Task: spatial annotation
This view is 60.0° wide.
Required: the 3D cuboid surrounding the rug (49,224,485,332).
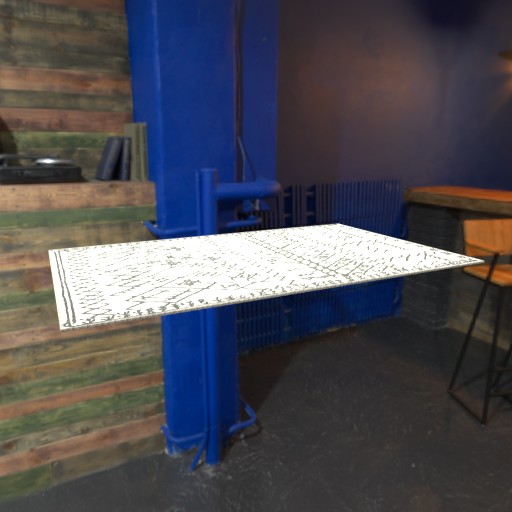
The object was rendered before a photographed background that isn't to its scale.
[{"bbox_3d":[0.000,0.000,2.917,2.444,0.012,1.526,-7,15,-25],"label":"rug"}]
